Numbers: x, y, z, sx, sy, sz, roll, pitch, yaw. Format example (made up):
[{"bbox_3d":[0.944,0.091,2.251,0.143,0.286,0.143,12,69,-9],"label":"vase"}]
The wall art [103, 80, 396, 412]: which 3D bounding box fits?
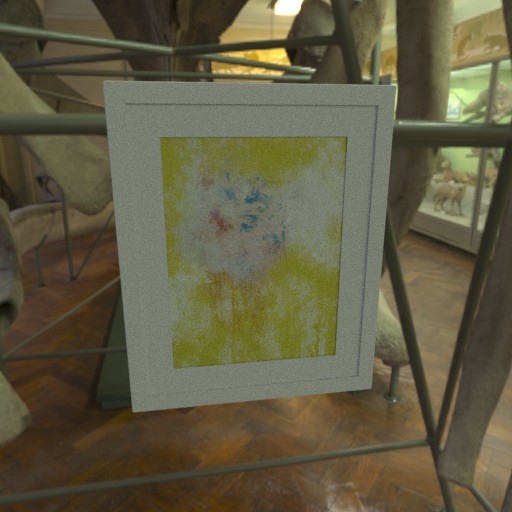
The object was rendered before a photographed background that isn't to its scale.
[{"bbox_3d":[0.000,0.000,0.766,0.454,0.556,0.028,-3,17,-9],"label":"wall art"}]
